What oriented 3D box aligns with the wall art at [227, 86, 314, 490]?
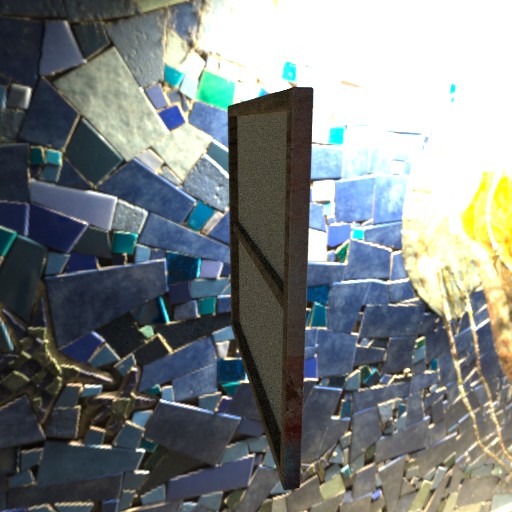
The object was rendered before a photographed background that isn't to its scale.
[{"bbox_3d":[0.000,0.000,1.119,0.035,0.747,0.747,-3,17,-10],"label":"wall art"}]
